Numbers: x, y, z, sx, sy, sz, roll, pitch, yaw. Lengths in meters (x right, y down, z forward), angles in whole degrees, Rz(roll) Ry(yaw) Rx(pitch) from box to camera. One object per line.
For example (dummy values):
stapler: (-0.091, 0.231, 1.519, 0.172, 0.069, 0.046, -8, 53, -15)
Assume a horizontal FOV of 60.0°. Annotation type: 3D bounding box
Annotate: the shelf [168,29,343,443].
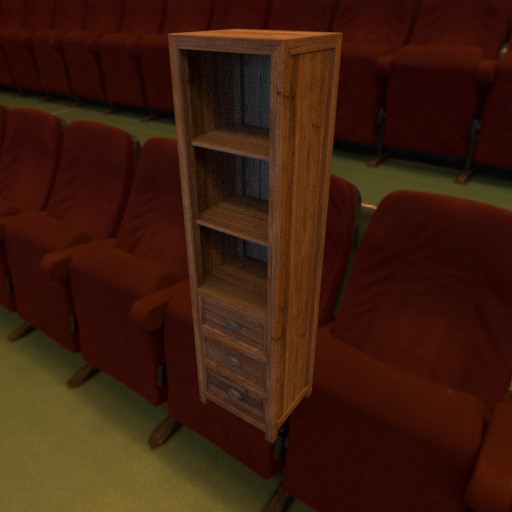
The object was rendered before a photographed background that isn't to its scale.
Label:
shelf: (0.000, 0.000, 2.114, 0.500, 1.900, 0.428, 19, 35, 30)
